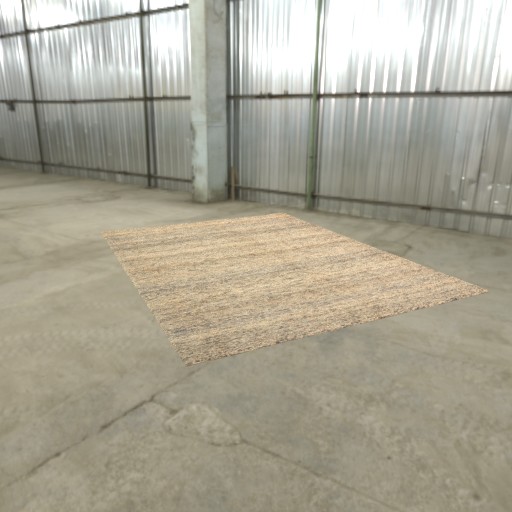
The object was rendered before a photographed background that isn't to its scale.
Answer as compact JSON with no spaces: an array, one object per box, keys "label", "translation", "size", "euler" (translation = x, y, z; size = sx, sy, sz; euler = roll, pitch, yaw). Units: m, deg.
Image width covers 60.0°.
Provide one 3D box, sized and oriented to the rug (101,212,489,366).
[{"label":"rug","translation":[0.000,0.000,4.256],"size":[2.414,0.036,3.199],"euler":[-8,19,-25]}]
